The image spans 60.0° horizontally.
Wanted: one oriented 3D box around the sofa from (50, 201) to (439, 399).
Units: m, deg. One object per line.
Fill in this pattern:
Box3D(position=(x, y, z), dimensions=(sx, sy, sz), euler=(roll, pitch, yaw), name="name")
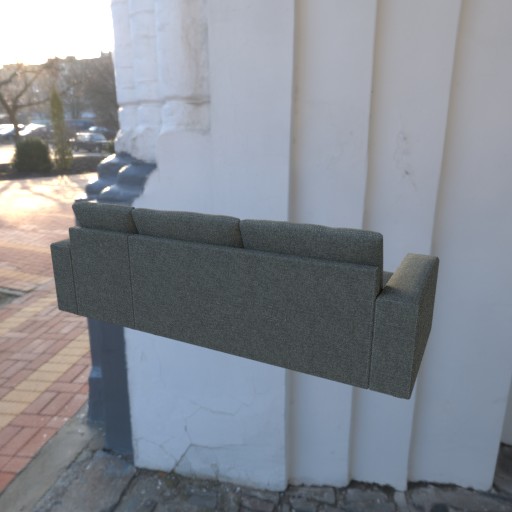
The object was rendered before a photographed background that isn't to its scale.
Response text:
Box3D(position=(0.000, 0.000, 3.577), dimensions=(2.718, 0.940, 1.689), euler=(8, 18, 26), name="sofa")
